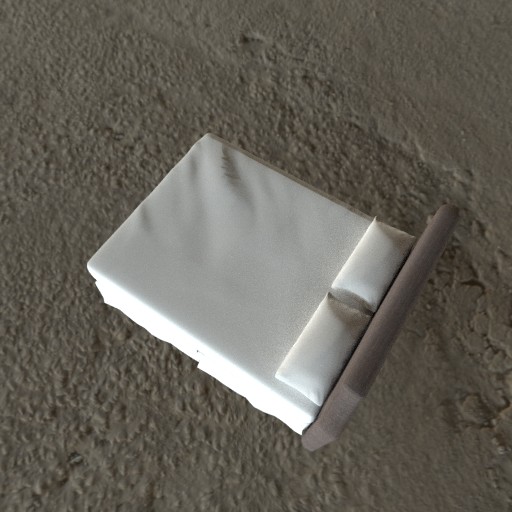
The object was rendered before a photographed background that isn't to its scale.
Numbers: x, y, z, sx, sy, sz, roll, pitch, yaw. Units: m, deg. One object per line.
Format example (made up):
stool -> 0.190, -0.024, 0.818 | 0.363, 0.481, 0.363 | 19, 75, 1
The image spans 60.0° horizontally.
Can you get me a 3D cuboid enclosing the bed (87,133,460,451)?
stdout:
bed -> 0.000, 0.000, 3.232 | 2.116, 1.290, 1.693 | 31, 67, 14
